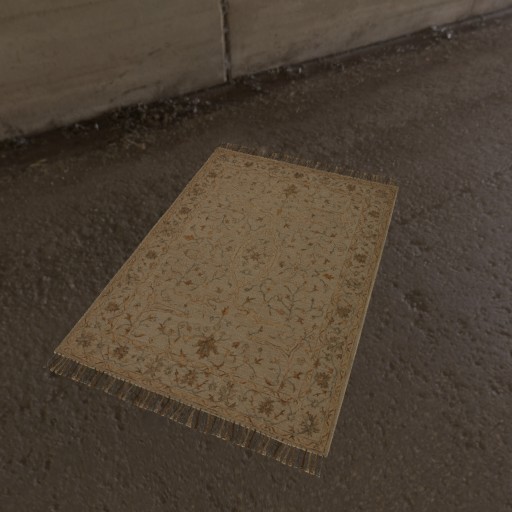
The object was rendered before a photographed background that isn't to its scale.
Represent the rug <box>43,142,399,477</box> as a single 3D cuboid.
[{"bbox_3d":[0.000,0.000,2.309,1.218,0.017,1.861,16,48,14],"label":"rug"}]
